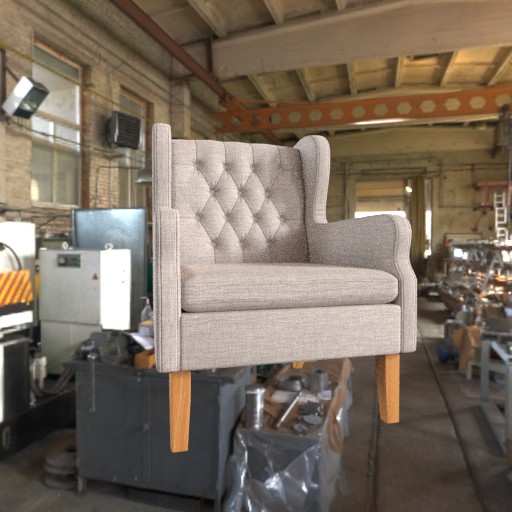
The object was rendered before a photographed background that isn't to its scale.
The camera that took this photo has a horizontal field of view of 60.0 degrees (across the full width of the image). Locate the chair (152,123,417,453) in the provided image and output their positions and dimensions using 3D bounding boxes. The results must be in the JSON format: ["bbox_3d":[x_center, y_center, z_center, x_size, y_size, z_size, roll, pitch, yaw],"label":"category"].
[{"bbox_3d":[0.000,0.000,1.483,0.710,0.930,0.760,0,2,-17],"label":"chair"}]
